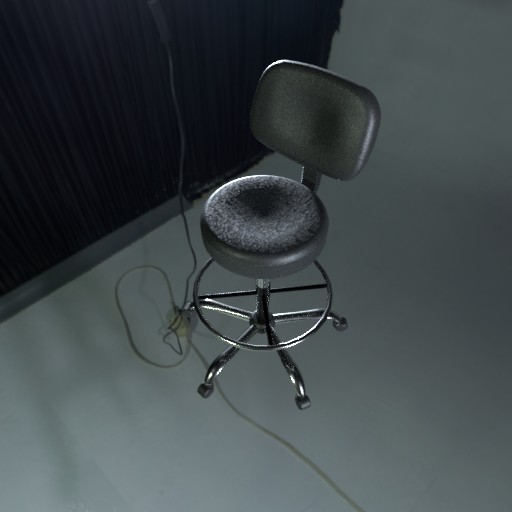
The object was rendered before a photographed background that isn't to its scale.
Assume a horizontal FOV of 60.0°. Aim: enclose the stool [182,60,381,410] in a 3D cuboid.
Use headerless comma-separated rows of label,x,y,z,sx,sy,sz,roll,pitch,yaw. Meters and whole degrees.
stool,0.000,0.000,1.488,0.694,1.069,0.658,32,55,26
